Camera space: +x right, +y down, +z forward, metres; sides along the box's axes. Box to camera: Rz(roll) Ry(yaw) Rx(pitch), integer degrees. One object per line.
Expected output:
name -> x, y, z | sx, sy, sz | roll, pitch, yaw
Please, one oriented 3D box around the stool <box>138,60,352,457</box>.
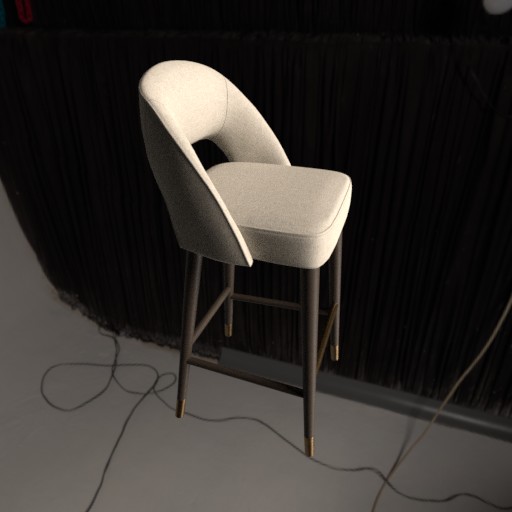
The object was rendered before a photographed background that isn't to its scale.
stool -> 0.000, 0.000, 1.306 | 0.509, 1.037, 0.494 | 10, 31, 16
